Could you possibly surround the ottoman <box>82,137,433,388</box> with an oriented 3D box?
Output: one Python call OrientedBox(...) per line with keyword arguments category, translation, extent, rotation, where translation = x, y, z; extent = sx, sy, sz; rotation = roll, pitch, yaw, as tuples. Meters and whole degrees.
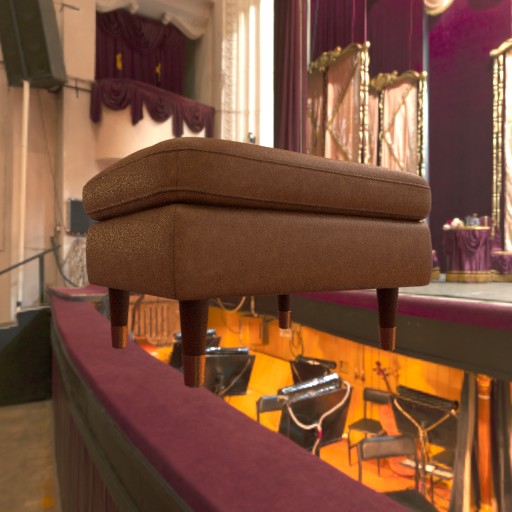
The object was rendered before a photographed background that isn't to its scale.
OrientedBox(category="ottoman", translation=(0.000, 0.000, 1.138), extent=(0.747, 0.478, 0.593), rotation=(0, 0, -35))
